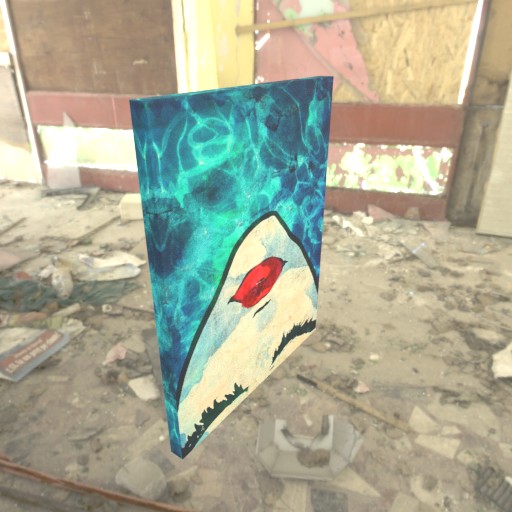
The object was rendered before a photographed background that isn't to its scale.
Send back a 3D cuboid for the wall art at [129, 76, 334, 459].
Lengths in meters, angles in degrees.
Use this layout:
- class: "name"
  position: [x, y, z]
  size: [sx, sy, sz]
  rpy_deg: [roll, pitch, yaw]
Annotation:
- class: "wall art"
  position: [0.000, 0.000, 1.053]
  size: [0.038, 0.760, 0.609]
  rpy_deg: [18, 31, 32]
